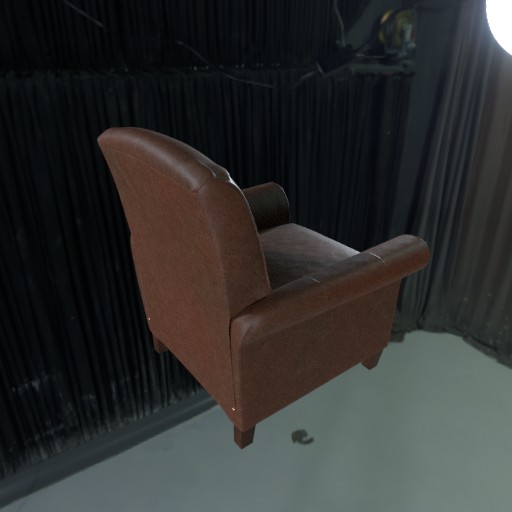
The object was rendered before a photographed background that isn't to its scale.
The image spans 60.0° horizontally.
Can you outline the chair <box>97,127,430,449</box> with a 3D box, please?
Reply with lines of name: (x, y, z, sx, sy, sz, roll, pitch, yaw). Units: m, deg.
chair: (0.000, 0.000, 1.773, 0.902, 1.061, 0.978, -18, 32, -32)
